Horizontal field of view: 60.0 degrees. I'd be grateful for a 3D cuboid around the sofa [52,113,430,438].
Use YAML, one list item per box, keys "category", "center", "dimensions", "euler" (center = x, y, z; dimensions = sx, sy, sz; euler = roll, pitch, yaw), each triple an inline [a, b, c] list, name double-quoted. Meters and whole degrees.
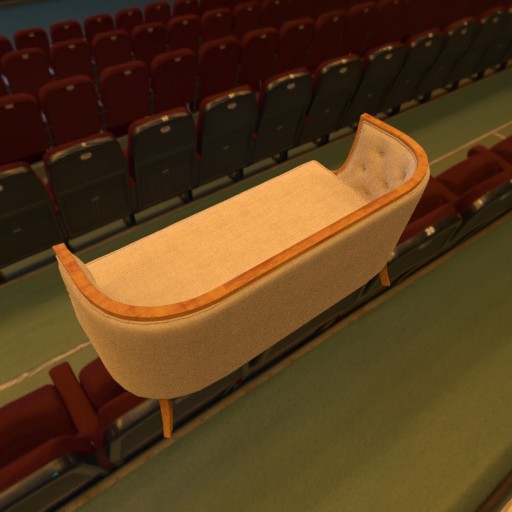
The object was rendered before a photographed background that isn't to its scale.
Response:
- category: "sofa"
  center: [0.000, 0.000, 1.924]
  dimensions: [1.474, 0.775, 0.770]
  euler: [-29, 52, -25]
